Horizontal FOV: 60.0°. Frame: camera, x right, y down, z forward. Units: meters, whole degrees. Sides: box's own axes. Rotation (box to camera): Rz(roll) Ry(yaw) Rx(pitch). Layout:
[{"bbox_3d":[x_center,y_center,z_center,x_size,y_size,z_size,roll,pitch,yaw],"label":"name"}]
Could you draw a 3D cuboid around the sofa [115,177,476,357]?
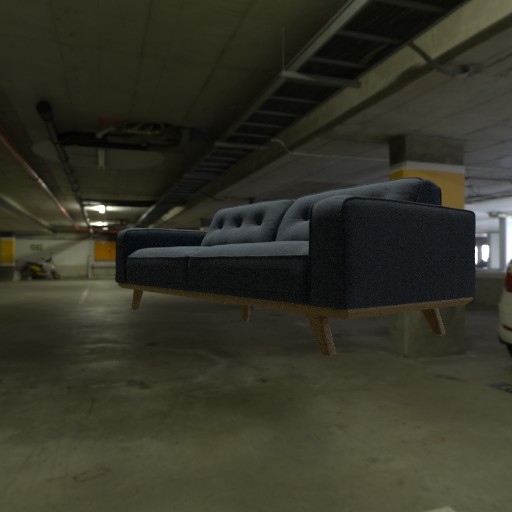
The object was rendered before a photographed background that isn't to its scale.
[{"bbox_3d":[0.000,0.000,2.692,0.953,0.782,2.270,0,-1,-37],"label":"sofa"}]
